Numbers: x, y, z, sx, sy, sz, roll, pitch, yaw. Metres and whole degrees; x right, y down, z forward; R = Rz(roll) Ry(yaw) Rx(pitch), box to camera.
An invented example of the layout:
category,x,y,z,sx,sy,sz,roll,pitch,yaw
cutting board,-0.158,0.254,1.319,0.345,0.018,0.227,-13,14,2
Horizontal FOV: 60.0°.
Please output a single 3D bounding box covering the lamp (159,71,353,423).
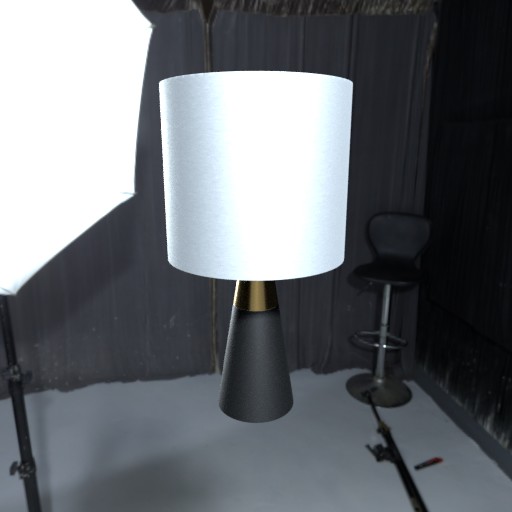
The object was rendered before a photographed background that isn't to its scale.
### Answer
category,x,y,z,sx,sy,sz,roll,pitch,yaw
lamp,0.000,0.000,0.789,0.308,0.580,0.308,-2,14,-8
